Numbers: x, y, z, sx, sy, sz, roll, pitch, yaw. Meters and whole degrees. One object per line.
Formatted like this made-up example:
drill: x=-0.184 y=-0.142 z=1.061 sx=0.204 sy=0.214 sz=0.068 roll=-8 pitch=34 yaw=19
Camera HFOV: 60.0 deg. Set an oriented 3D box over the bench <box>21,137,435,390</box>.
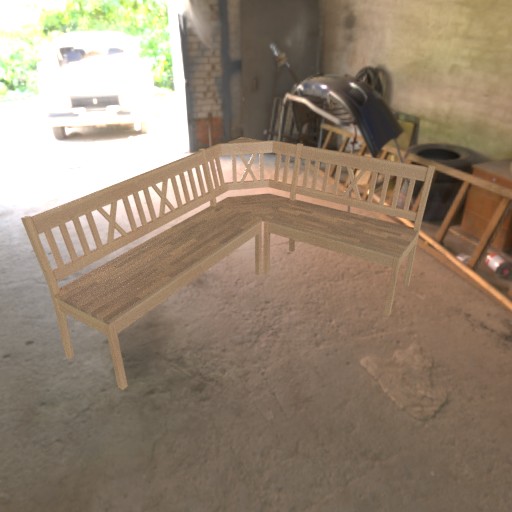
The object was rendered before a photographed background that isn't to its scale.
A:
bench: x=0.000 y=0.000 z=2.774 sx=1.537 sy=0.902 sz=1.937 roll=18 pitch=34 yaw=28
